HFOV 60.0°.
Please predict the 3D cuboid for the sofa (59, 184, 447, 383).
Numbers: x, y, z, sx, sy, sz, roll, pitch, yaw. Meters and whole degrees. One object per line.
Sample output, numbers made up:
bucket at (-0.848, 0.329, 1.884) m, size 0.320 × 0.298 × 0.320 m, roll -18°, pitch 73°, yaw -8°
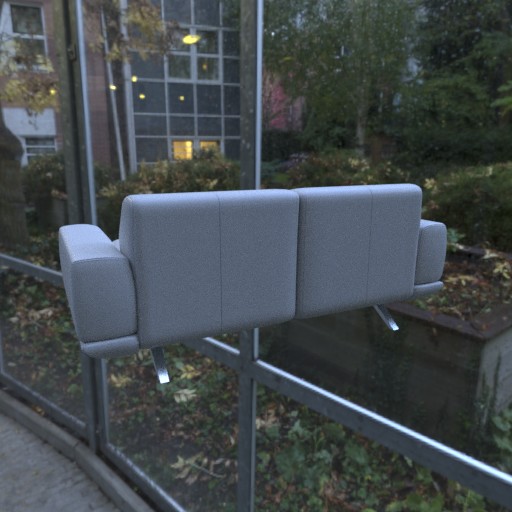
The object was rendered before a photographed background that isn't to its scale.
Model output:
sofa at (0.000, 0.000, 2.386) m, size 1.901 × 0.772 × 0.900 m, roll -6°, pitch 15°, yaw -26°
